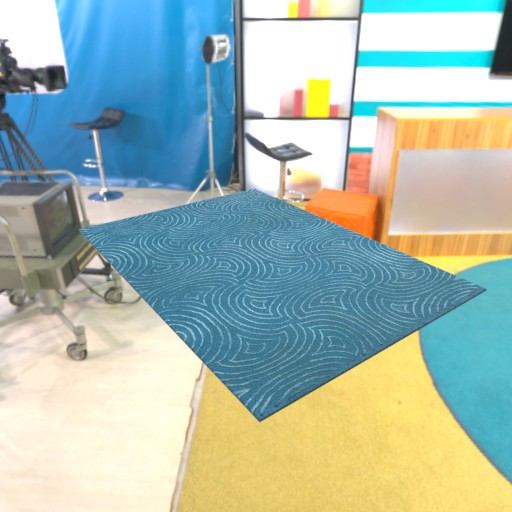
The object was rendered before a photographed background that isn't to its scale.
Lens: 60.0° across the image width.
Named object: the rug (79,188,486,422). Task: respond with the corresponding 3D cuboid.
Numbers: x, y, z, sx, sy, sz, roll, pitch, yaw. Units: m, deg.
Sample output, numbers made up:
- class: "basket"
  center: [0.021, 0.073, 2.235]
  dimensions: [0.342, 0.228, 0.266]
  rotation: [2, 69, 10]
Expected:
- class: "rug"
  center: [0.000, 0.000, 2.776]
  dimensions: [1.543, 0.015, 2.144]
  rotation: [-18, 32, -32]
